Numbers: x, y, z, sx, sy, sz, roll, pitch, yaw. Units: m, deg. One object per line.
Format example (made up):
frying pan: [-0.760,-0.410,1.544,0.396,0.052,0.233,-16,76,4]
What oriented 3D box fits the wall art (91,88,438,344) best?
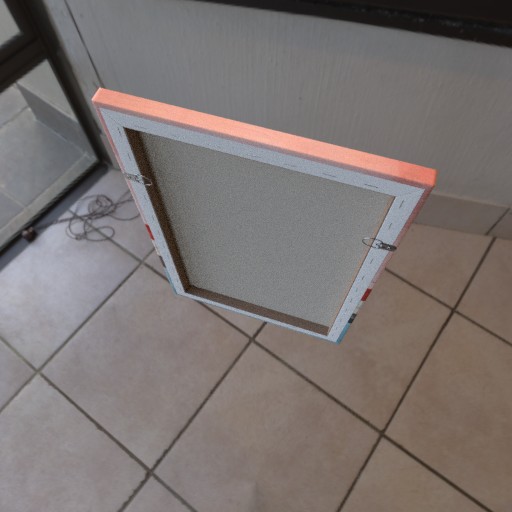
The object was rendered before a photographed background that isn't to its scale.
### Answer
wall art: [0.000,0.000,1.164,0.610,0.914,0.038,16,64,8]
